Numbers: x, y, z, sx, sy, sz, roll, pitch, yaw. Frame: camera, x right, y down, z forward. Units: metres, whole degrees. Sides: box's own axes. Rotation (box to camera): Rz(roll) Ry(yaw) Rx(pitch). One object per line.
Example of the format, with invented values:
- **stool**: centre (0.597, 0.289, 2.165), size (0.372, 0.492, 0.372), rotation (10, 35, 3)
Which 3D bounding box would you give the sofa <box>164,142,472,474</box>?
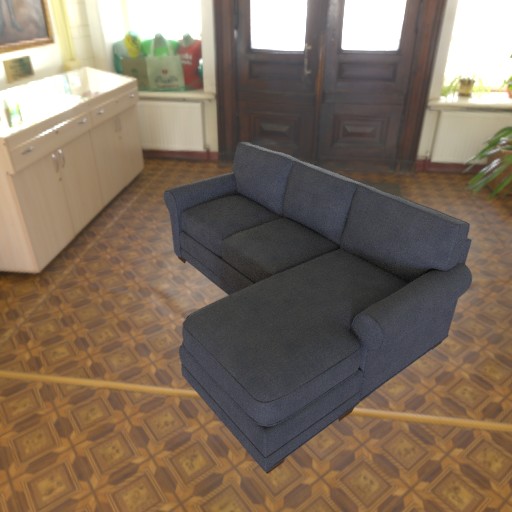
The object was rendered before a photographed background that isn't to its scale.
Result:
- **sofa**: centre (0.000, 0.000, 3.399), size (1.780, 1.063, 2.567), rotation (-21, 37, -32)
